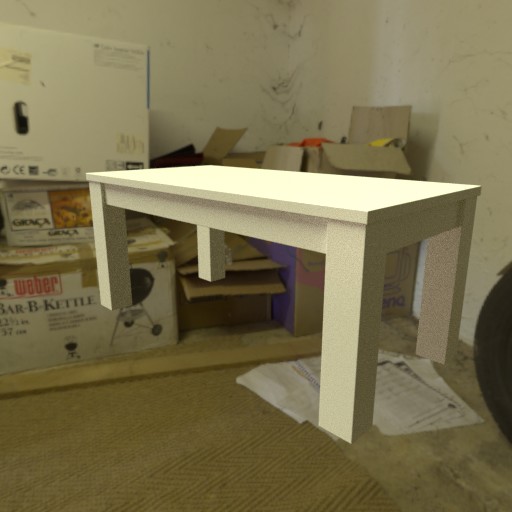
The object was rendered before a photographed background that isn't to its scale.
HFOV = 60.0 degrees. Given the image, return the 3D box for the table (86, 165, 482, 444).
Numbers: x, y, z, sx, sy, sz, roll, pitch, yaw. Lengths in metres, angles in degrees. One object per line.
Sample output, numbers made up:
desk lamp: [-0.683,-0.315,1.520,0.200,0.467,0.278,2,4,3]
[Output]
table: [0.000,0.000,2.284,1.800,0.790,0.900,15,21,43]
